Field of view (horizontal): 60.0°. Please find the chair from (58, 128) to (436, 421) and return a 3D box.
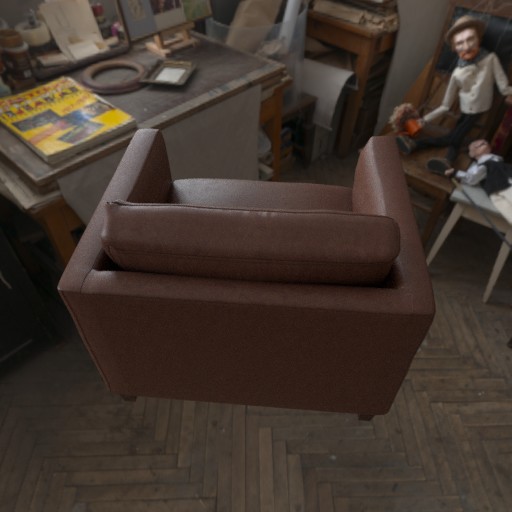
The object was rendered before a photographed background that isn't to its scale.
[{"bbox_3d":[0.000,0.000,1.770,1.107,0.917,0.959,4,47,3],"label":"chair"}]
